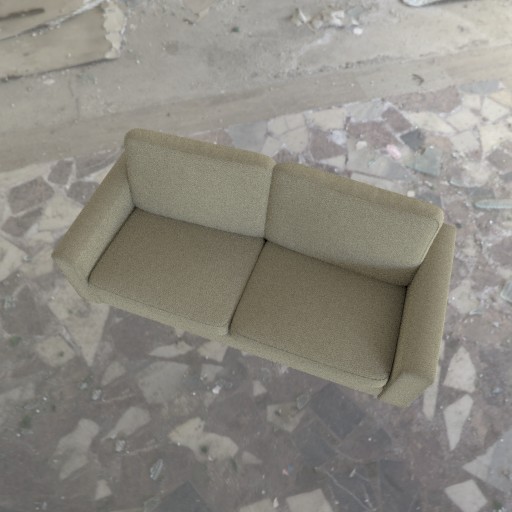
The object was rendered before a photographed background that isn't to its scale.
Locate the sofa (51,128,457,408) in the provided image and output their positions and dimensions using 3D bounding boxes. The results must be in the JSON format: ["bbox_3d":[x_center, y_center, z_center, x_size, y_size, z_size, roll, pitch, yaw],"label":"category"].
[{"bbox_3d":[0.000,0.000,2.668,2.179,0.873,1.016,17,60,10],"label":"sofa"}]
